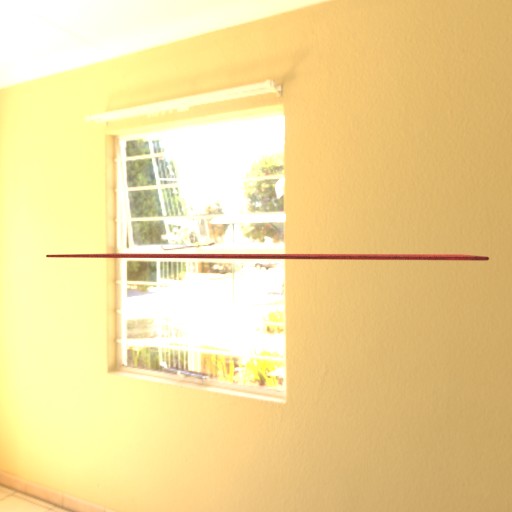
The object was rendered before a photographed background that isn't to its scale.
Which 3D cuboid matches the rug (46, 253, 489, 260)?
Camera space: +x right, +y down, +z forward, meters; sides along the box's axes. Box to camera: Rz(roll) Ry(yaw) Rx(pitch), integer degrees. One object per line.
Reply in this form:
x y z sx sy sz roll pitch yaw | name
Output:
0.000 0.000 2.732 2.439 0.018 0.813 0 1 17 | rug
